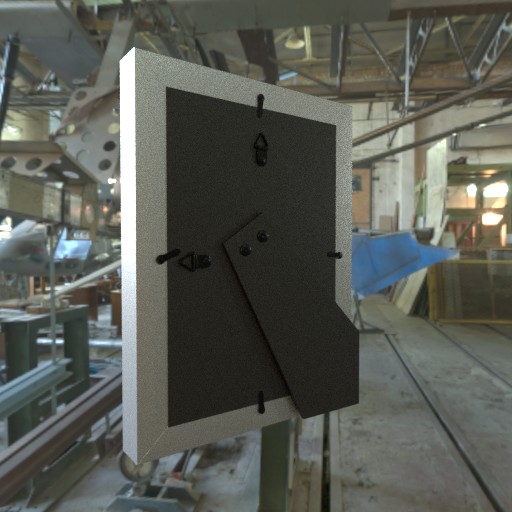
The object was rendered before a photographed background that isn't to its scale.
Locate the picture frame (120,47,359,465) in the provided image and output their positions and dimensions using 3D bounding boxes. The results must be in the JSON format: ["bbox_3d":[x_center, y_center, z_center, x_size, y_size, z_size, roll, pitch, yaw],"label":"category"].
[{"bbox_3d":[0.000,0.000,0.271,0.157,0.208,0.028,-1,2,-36],"label":"picture frame"}]
